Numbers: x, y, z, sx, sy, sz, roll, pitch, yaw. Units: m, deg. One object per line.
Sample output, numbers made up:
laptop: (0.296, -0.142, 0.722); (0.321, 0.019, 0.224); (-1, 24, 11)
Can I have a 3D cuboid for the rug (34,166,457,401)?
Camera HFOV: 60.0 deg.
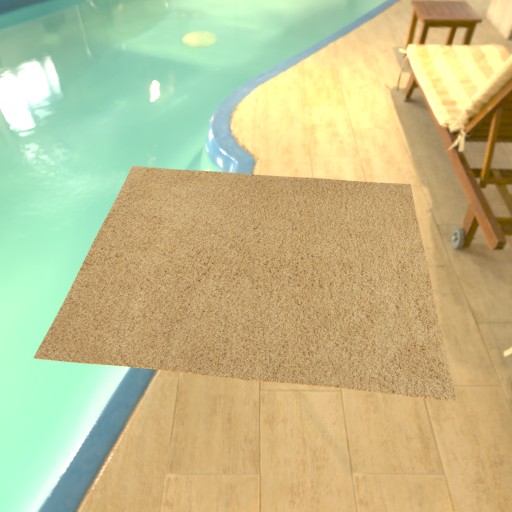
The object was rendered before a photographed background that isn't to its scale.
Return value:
rug: (0.000, 0.000, 3.943); (3.000, 0.025, 2.400); (5, 47, 4)
